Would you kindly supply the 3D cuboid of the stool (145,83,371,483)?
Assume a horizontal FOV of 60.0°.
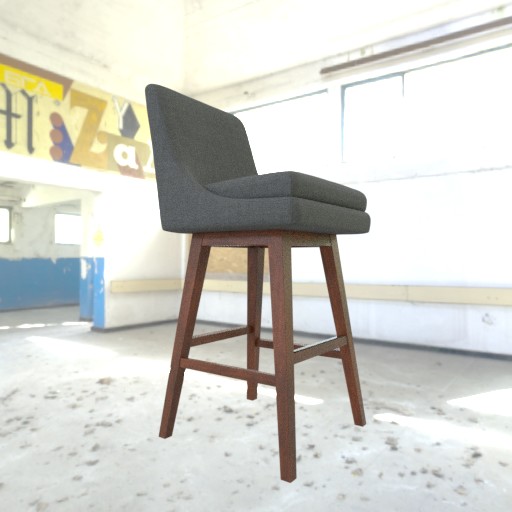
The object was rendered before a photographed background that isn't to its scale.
[{"bbox_3d":[0.000,0.000,1.260,0.524,0.977,0.447,0,0,36],"label":"stool"}]
